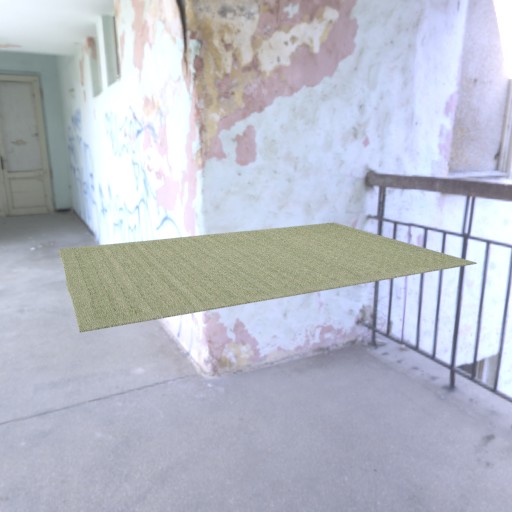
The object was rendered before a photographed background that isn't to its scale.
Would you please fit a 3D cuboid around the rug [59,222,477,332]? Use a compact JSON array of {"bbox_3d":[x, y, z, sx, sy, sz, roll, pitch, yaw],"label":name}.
[{"bbox_3d":[0.000,0.000,2.197,1.747,0.006,1.143,-7,16,-25],"label":"rug"}]
